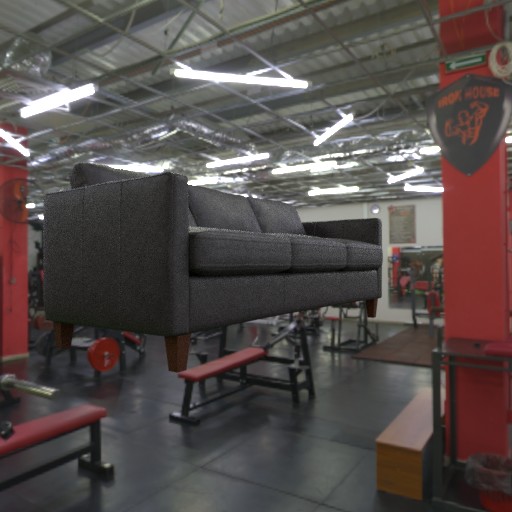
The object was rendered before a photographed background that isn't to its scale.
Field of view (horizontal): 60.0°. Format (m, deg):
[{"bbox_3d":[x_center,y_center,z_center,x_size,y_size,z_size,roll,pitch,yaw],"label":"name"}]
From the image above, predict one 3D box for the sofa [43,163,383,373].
[{"bbox_3d":[0.000,0.000,3.030,1.045,1.006,2.464,-1,-1,36],"label":"sofa"}]
